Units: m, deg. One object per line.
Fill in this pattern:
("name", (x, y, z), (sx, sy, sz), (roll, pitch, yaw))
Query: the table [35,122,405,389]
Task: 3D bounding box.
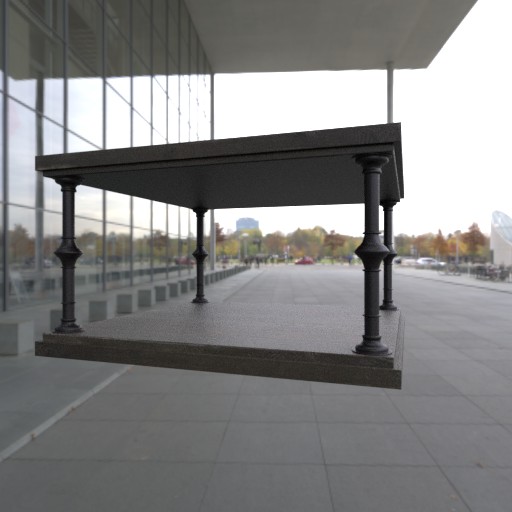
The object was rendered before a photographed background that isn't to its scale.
("table", (0.000, 0.000, 1.103), (0.696, 0.400, 0.696), (0, 0, 19))
